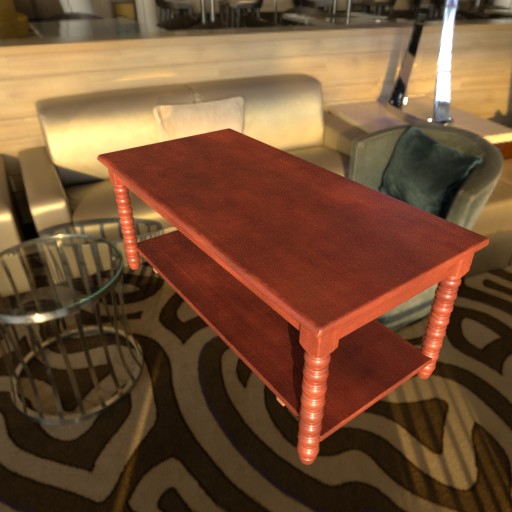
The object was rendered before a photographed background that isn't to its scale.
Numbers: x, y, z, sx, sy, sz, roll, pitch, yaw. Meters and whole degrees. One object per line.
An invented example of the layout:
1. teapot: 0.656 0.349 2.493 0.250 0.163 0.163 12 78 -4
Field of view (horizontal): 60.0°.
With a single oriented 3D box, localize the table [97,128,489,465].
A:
1. table: 0.000 0.000 1.470 0.580 0.485 1.171 -21 38 -30
